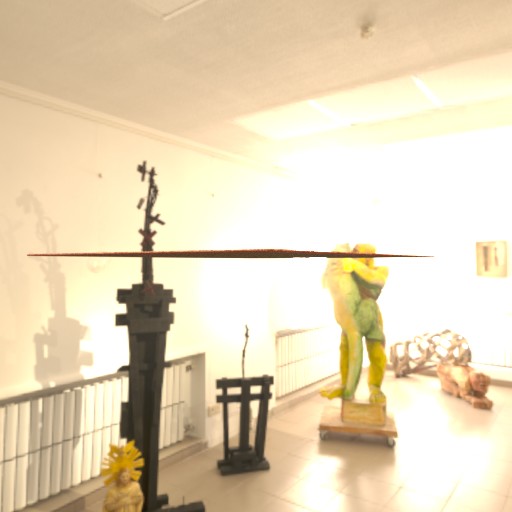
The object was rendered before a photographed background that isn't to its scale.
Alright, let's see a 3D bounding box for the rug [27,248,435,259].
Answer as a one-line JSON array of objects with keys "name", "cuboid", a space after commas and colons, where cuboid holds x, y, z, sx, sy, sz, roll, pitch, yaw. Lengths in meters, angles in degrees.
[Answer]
[{"name": "rug", "cuboid": [0.000, 0.000, 4.147, 2.441, 0.016, 3.050, -1, -1, 36]}]
